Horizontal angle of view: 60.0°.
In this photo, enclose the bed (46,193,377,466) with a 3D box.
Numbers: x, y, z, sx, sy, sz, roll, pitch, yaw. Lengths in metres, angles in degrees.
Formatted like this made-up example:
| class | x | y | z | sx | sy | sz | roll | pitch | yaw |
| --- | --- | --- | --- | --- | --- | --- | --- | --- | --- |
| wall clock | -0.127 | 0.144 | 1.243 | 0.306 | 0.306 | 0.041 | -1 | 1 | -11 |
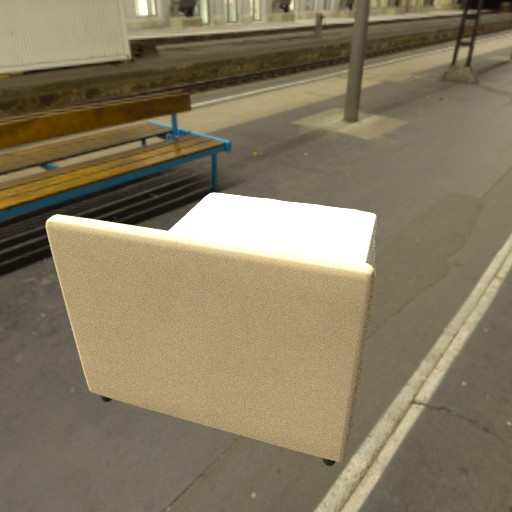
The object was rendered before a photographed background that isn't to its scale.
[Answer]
| class | x | y | z | sx | sy | sz | roll | pitch | yaw |
| --- | --- | --- | --- | --- | --- | --- | --- | --- | --- |
| bed | 0.000 | 0.000 | 3.221 | 1.723 | 1.330 | 2.142 | 9 | 32 | 16 |
